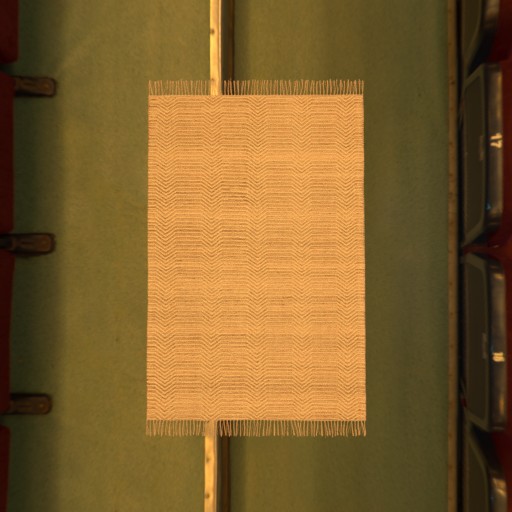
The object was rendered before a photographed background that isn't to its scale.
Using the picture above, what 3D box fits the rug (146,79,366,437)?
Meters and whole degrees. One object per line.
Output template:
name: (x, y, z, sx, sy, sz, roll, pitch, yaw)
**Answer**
rug: (0.000, 0.000, 2.493, 1.224, 0.027, 2.021, 0, 88, 0)
